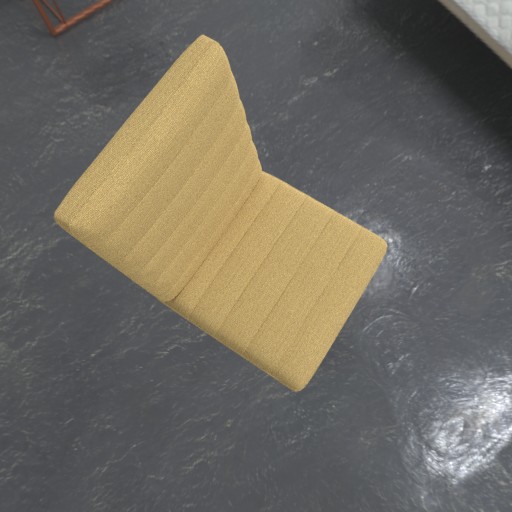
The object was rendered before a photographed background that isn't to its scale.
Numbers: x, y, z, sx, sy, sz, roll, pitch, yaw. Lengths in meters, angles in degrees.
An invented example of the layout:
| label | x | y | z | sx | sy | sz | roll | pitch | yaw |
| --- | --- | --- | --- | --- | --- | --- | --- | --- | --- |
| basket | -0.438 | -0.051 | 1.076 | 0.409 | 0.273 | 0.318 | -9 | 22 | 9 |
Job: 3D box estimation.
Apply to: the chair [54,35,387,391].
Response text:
| label | x | y | z | sx | sy | sz | roll | pitch | yaw |
| --- | --- | --- | --- | --- | --- | --- | --- | --- | --- |
| chair | 0.000 | 0.000 | 1.291 | 0.634 | 0.930 | 0.520 | 32 | 77 | 8 |
